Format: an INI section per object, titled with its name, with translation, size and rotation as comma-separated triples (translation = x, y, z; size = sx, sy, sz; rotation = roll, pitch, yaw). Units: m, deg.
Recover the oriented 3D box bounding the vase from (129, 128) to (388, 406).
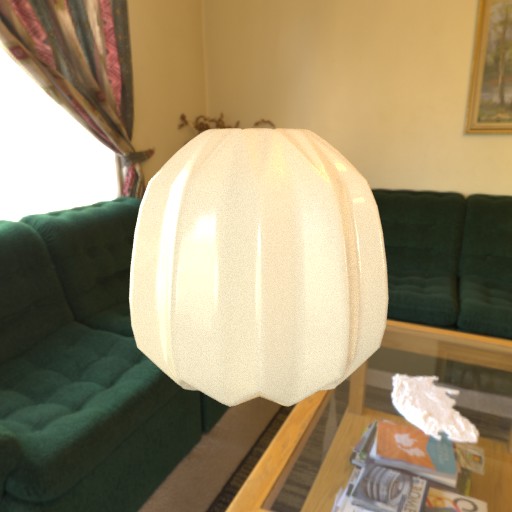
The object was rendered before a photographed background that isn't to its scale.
[vase]
translation = 0.000, 0.000, 0.243
size = 0.139, 0.134, 0.139
rotation = 0, 15, 0
